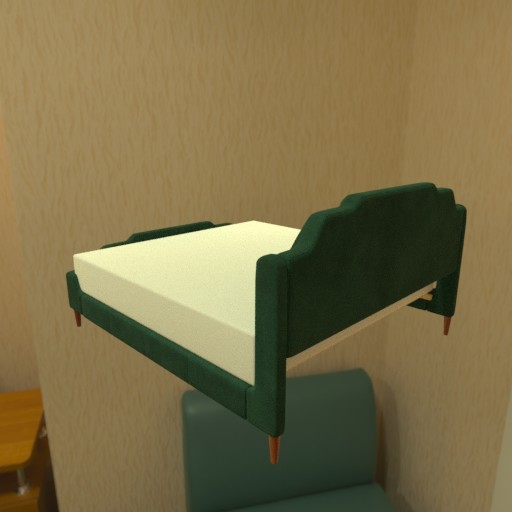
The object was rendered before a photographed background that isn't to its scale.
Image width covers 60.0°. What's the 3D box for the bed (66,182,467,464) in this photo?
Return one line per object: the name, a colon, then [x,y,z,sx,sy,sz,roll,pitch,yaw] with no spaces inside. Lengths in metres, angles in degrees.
bed: [0.000,0.000,3.442,2.074,1.245,2.340,-15,21,-43]
